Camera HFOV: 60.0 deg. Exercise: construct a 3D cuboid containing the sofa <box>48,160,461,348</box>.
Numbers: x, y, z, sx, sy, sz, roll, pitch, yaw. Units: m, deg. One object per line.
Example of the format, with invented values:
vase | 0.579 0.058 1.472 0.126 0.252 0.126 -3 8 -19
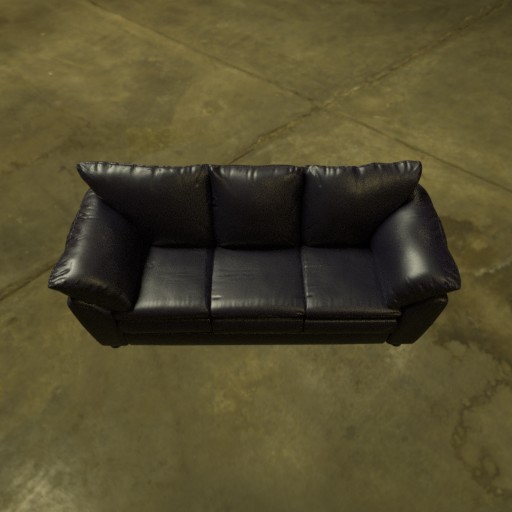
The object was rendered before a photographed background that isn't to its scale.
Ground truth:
sofa | 0.000 0.000 2.898 2.336 1.073 0.880 0 47 0
